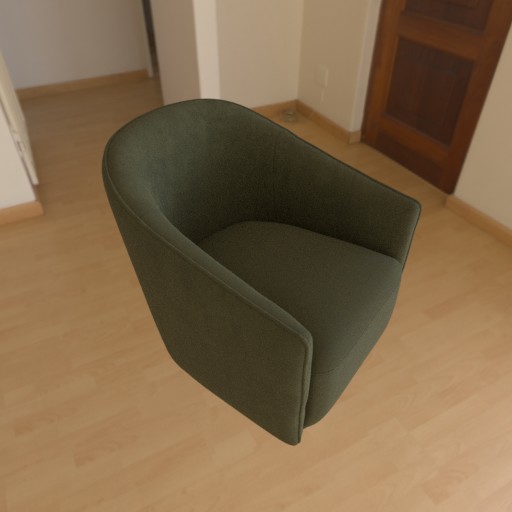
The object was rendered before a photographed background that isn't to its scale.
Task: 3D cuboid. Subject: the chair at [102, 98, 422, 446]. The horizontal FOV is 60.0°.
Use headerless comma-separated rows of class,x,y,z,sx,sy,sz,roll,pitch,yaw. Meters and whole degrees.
chair,0.000,0.000,1.486,0.875,0.799,0.747,26,46,27
